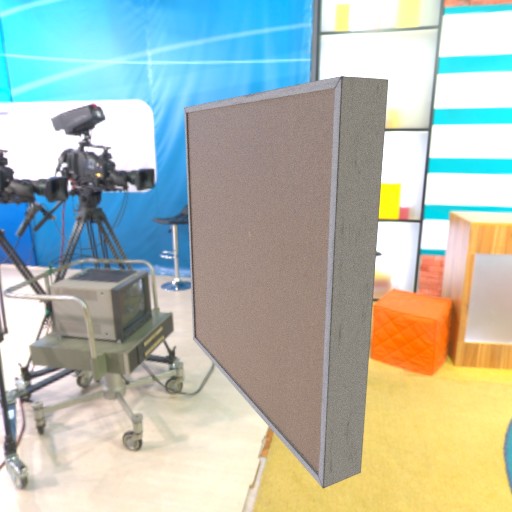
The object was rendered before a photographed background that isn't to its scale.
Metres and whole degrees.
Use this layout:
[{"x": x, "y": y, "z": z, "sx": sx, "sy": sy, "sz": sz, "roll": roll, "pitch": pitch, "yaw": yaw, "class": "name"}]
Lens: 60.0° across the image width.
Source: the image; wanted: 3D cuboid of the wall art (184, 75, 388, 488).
[{"x": 0.000, "y": 0.000, "z": 0.451, "sx": 0.038, "sy": 0.305, "sz": 0.305, "roll": -7, "pitch": 16, "yaw": -26, "class": "wall art"}]
